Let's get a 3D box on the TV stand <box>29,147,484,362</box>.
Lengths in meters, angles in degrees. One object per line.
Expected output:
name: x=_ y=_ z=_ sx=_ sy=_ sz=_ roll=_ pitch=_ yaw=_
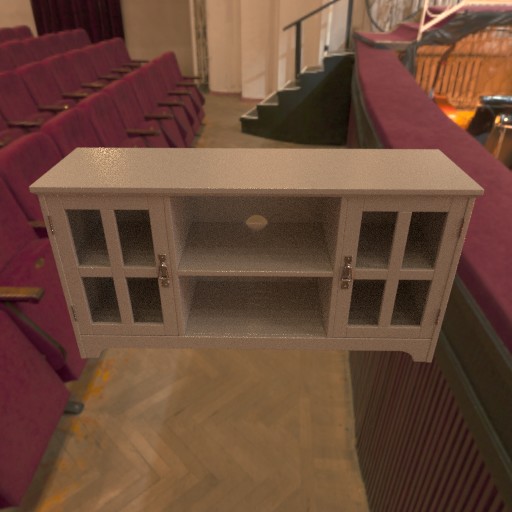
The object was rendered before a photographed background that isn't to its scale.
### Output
TV stand: x=0.000 y=0.000 z=1.434 sx=1.167 sy=0.603 sz=0.344 roll=0 pitch=30 yaw=1
